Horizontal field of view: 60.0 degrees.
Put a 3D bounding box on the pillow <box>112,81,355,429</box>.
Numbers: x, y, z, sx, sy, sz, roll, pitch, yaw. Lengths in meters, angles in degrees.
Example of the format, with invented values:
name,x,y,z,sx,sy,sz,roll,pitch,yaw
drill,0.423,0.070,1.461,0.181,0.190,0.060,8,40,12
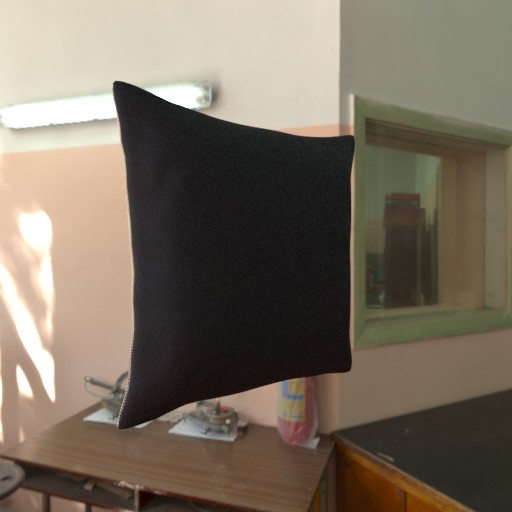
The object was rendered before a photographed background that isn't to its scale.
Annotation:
name,x,y,z,sx,sy,sz,roll,pitch,yaw
pillow,0.000,0.000,0.797,0.520,0.508,0.166,-1,1,-37
